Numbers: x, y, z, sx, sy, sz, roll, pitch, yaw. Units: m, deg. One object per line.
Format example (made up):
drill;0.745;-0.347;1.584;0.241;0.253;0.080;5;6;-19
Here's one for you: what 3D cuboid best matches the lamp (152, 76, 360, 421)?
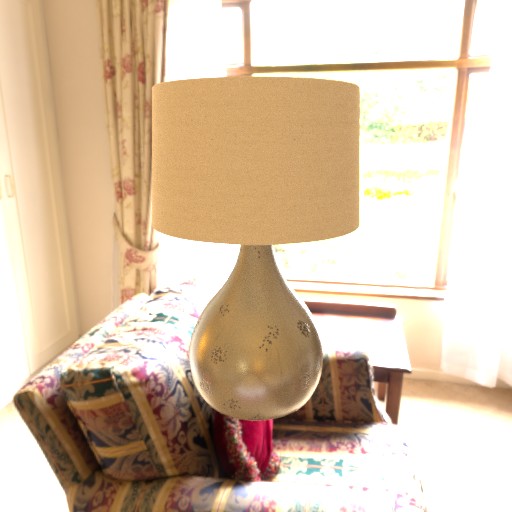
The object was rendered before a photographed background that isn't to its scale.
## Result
lamp;0.000;0.000;0.737;0.330;0.521;0.330;0;15;0
